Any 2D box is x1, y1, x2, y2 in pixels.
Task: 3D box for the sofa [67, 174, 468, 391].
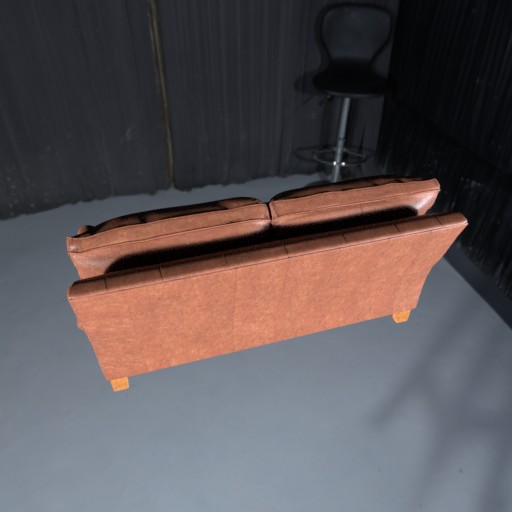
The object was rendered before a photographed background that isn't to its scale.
[{"bbox_3d":[0.000,0.000,2.826,2.144,1.071,1.147,-11,41,-13],"label":"sofa"}]
